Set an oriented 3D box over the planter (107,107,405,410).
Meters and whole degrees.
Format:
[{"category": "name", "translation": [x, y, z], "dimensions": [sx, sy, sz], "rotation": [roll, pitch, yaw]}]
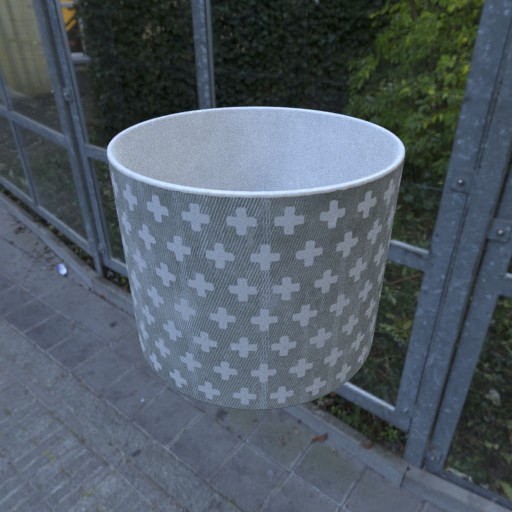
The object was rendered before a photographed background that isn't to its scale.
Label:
[{"category": "planter", "translation": [0.000, 0.000, 0.446], "dimensions": [0.250, 0.239, 0.250], "rotation": [0, 31, 0]}]
